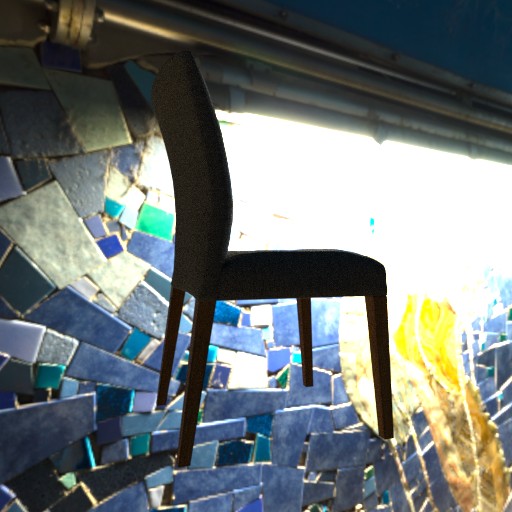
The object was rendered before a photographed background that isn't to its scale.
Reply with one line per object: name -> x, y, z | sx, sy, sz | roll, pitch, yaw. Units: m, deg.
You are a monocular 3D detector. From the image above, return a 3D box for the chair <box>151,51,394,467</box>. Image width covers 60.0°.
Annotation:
chair -> 0.000, 0.000, 1.281 | 0.585, 0.940, 0.496 | 0, 1, -19
